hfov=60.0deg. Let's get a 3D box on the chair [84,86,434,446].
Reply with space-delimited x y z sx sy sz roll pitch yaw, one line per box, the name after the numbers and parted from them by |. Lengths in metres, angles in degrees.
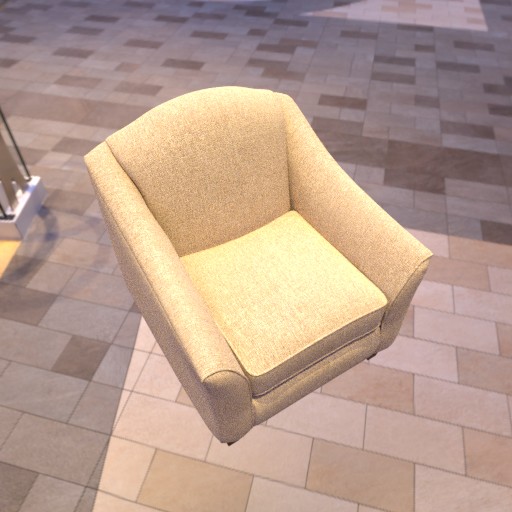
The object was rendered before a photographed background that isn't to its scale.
0.000 0.000 1.457 0.763 0.839 0.787 -24 51 -22 | chair
